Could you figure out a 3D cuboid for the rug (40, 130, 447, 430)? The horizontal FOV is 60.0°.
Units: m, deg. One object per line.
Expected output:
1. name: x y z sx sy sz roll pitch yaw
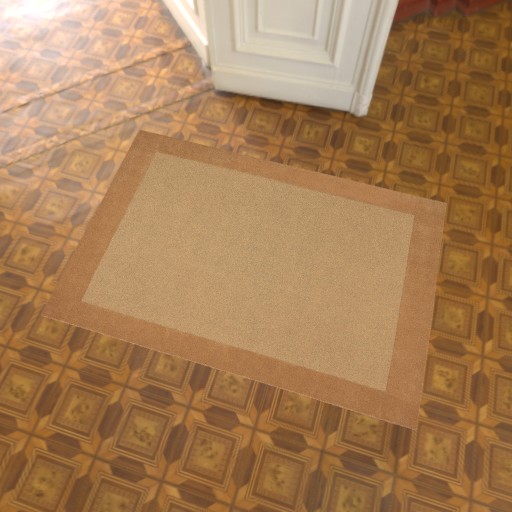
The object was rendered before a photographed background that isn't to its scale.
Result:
1. rug: 0.000 0.000 2.301 1.829 0.014 1.219 15 65 7
